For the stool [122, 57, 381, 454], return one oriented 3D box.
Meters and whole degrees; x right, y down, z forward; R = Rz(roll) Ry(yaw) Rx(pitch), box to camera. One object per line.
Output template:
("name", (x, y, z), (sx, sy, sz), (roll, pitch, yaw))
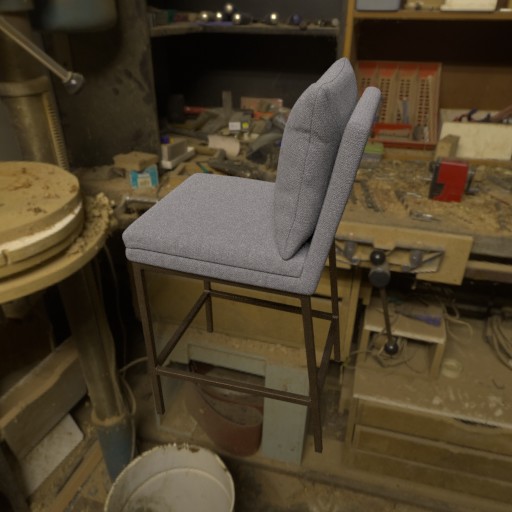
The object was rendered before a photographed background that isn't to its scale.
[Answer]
("stool", (0.000, 0.000, 1.291), (0.569, 1.031, 0.463), (9, 31, 15))
